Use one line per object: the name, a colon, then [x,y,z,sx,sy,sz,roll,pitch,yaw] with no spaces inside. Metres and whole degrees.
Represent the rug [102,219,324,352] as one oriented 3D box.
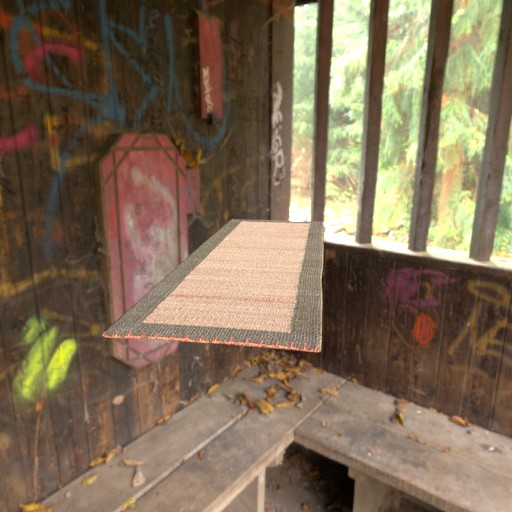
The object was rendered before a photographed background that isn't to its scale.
rug: [0.000,0.000,2.702,0.810,0.016,2.413,2,15,8]
